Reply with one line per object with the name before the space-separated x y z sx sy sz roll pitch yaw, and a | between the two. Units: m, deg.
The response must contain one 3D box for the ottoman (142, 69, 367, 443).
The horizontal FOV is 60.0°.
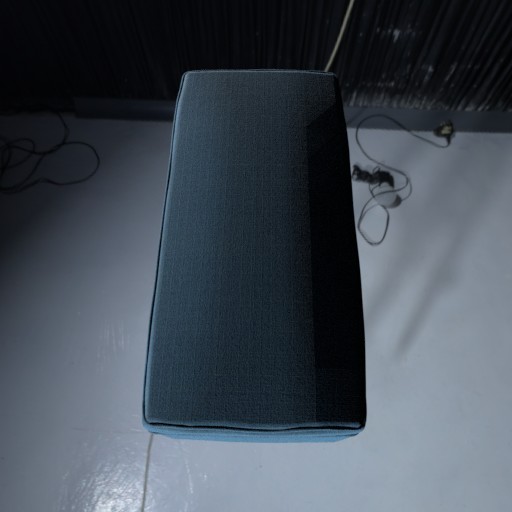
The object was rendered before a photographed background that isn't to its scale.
ottoman | 0.000 0.000 1.218 0.474 0.474 0.943 1 64 1
